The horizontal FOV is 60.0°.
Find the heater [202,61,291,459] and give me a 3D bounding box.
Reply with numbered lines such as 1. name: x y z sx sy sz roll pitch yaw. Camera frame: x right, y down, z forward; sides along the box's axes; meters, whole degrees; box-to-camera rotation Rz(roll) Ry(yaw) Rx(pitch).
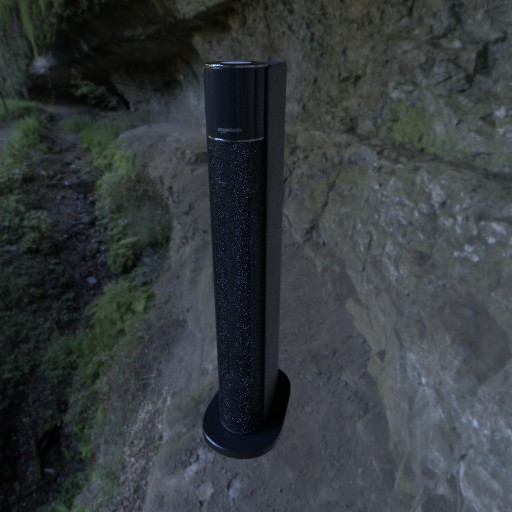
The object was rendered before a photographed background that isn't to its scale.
1. heater: 0.000 0.000 1.053 0.214 0.856 0.458 8 28 16
